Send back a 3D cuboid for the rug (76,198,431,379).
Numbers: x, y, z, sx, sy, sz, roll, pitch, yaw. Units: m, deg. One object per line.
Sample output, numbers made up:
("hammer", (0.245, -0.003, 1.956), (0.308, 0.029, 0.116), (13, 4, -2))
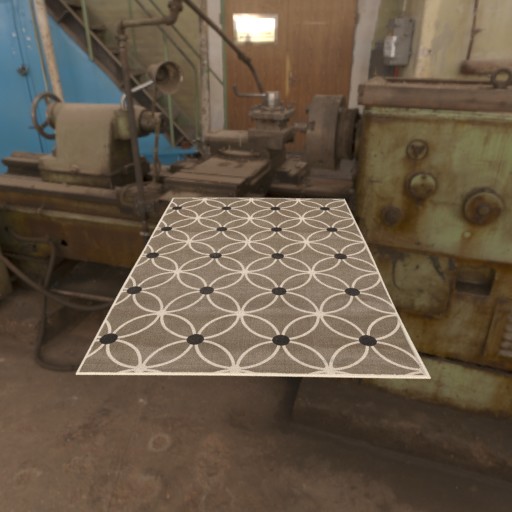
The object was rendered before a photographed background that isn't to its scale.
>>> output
("rug", (0.000, 0.000, 2.902), (1.522, 0.008, 2.284), (0, 27, 1))
